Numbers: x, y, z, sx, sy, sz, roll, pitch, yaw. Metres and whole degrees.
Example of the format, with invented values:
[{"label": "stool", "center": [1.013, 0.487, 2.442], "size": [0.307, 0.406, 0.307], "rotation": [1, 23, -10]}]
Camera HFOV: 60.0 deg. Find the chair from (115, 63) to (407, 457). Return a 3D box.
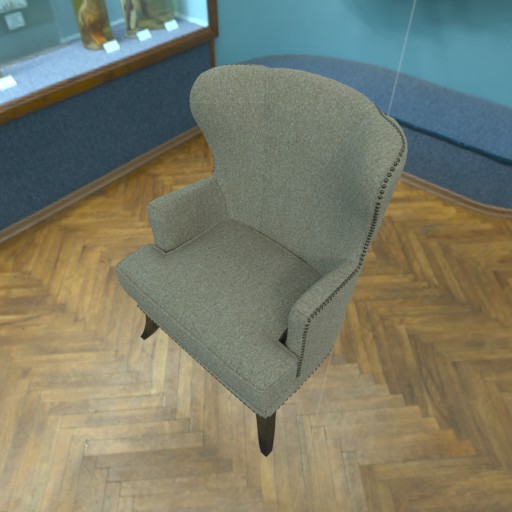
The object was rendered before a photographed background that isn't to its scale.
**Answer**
[{"label": "chair", "center": [0.000, 0.000, 1.589], "size": [0.759, 1.060, 0.758], "rotation": [34, 56, 28]}]
